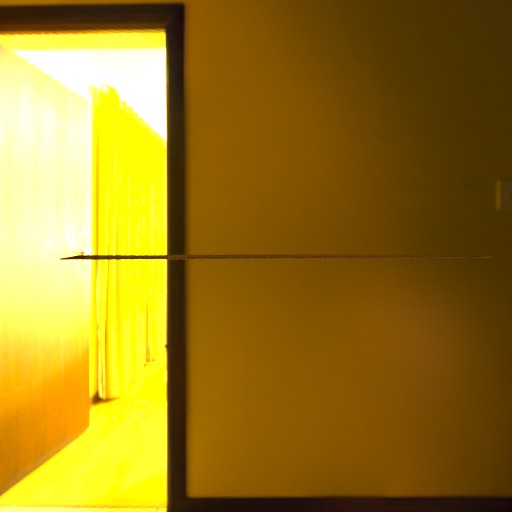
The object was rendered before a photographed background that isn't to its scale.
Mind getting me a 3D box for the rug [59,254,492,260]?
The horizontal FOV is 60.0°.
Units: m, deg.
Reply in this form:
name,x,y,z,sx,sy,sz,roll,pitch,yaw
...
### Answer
name,x,y,z,sx,sy,sz,roll,pitch,yaw
rug,0.000,0.000,3.421,2.651,0.010,1.971,0,1,-19
